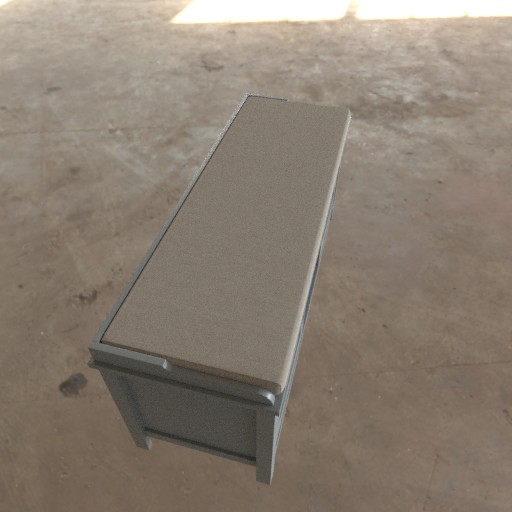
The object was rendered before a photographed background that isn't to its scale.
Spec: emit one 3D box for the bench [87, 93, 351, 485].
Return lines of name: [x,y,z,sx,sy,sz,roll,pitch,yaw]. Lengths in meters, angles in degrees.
bench: [0.000,0.000,1.387,0.398,0.501,1.140,11,47,10]
